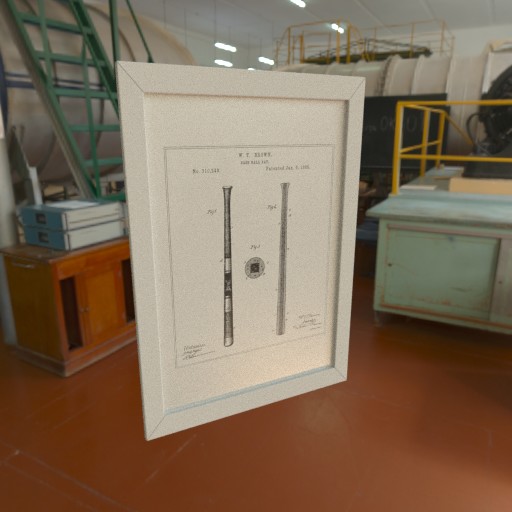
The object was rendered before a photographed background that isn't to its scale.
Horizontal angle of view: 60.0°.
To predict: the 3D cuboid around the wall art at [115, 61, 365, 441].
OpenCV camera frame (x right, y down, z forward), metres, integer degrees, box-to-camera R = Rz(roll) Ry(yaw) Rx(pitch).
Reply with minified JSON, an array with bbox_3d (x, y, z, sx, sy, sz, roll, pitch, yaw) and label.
[{"bbox_3d":[0.000,0.000,0.680,0.374,0.529,0.012,-8,18,-26],"label":"wall art"}]
